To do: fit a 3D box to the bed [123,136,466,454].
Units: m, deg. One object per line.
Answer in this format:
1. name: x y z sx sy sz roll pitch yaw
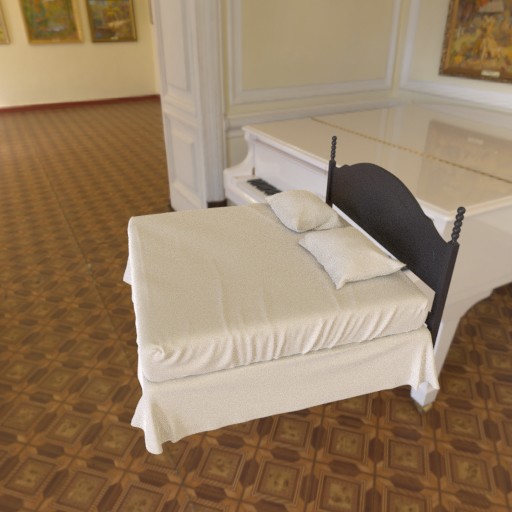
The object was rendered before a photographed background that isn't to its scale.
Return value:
1. bed: 0.000 0.000 3.606 2.219 1.355 2.322 -8 30 -14
